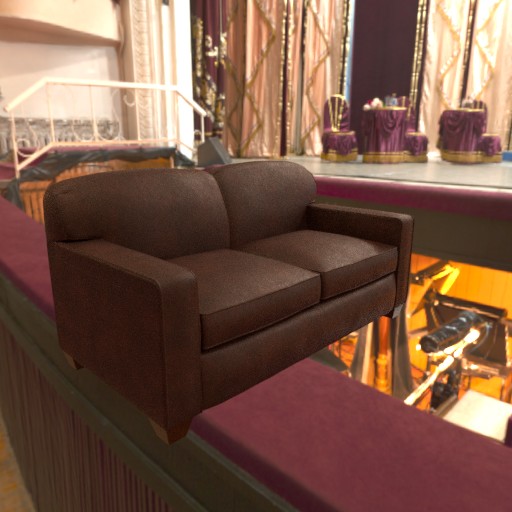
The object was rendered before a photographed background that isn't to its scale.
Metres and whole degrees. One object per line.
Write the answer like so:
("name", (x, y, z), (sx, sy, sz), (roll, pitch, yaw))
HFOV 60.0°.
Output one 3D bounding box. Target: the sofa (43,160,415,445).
("sofa", (0.000, 0.000, 2.424), (1.000, 0.966, 1.856), (14, 20, 43))
